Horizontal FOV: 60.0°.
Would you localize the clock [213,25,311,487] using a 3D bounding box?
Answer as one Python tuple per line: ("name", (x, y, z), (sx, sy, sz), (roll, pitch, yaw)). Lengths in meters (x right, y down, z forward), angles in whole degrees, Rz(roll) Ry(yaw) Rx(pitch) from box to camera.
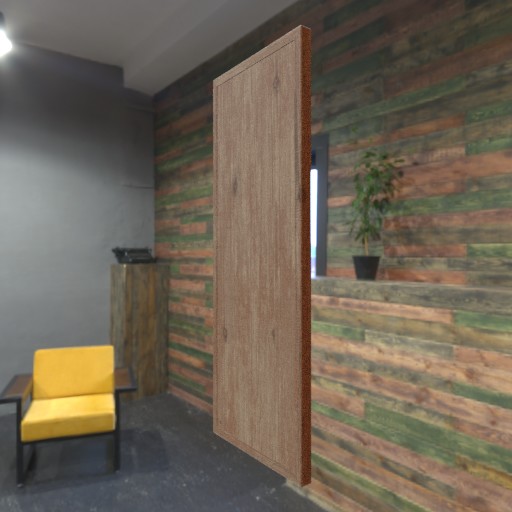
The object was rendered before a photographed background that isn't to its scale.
("clock", (0.000, 0.000, 1.078), (0.030, 0.965, 0.361), (0, 0, -36))
